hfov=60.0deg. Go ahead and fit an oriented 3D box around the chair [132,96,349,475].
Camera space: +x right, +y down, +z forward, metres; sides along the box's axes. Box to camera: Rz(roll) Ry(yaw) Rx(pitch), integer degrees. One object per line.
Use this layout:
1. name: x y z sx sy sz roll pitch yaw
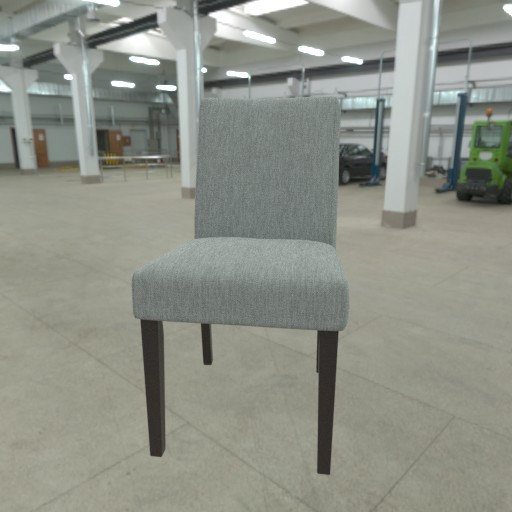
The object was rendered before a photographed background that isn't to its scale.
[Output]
1. chair: 0.000 0.000 1.237 0.487 0.884 0.629 2 15 8
